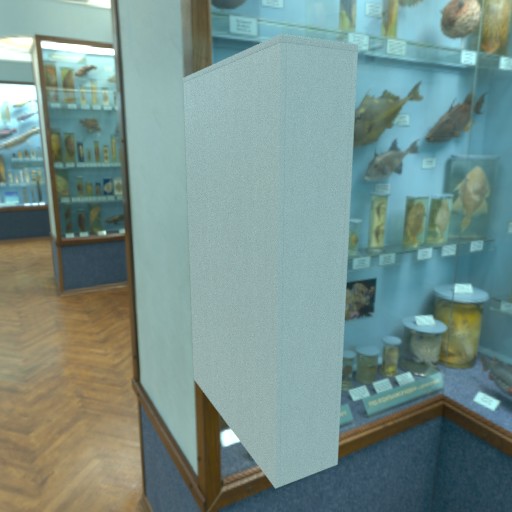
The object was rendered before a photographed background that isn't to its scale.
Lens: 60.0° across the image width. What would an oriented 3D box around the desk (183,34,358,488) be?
[{"bbox_3d":[0.000,0.000,1.590,0.250,1.280,0.750,-7,15,-26],"label":"desk"}]
